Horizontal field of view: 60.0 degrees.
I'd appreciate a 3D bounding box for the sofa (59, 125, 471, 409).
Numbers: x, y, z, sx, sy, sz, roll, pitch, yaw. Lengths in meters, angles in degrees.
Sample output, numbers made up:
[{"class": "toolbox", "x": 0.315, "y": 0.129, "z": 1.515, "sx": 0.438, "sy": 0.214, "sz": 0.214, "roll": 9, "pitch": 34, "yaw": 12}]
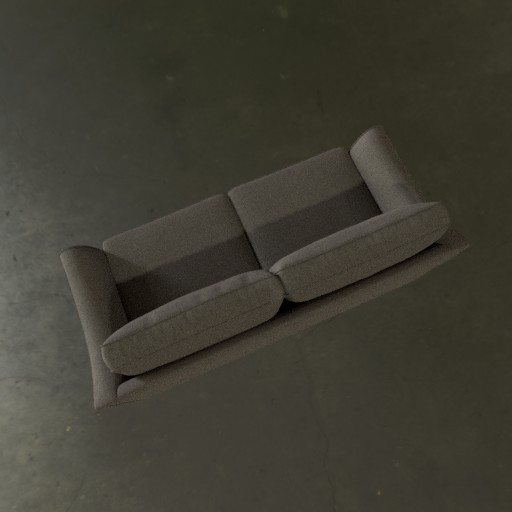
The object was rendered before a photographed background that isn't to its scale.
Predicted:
[{"class": "sofa", "x": 0.000, "y": 0.000, "z": 2.754, "sx": 2.203, "sy": 0.976, "sz": 1.013, "roll": -23, "pitch": 75, "yaw": -6}]
